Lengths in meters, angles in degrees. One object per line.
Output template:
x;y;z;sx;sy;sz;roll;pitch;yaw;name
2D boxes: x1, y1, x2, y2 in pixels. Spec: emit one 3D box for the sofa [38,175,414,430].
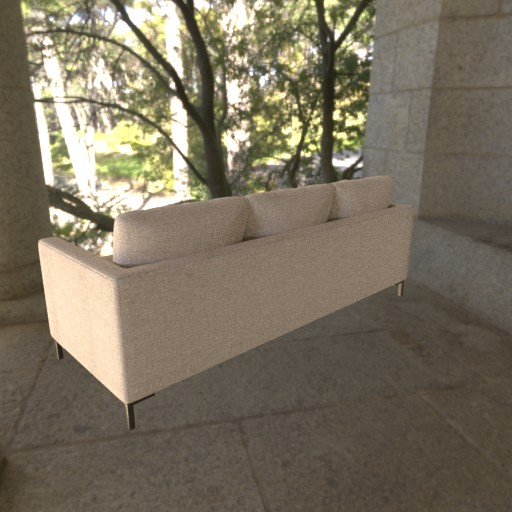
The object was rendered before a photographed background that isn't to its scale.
0.000;0.000;2.691;2.218;0.874;0.859;-15;22;-41;sofa
